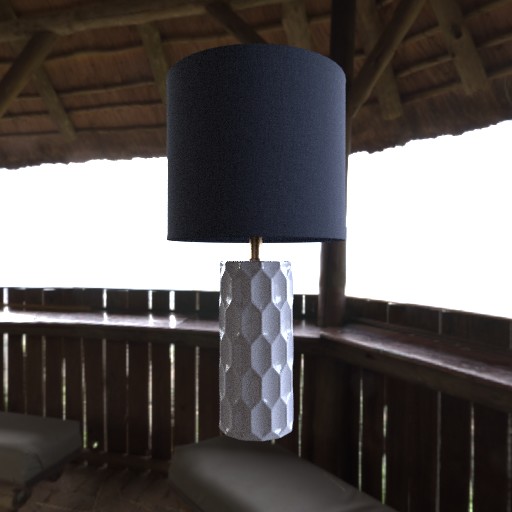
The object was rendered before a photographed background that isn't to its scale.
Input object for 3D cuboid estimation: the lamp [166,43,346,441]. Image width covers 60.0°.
[{"bbox_3d":[0.000,0.000,0.697,0.277,0.537,0.277,0,0,37],"label":"lamp"}]
